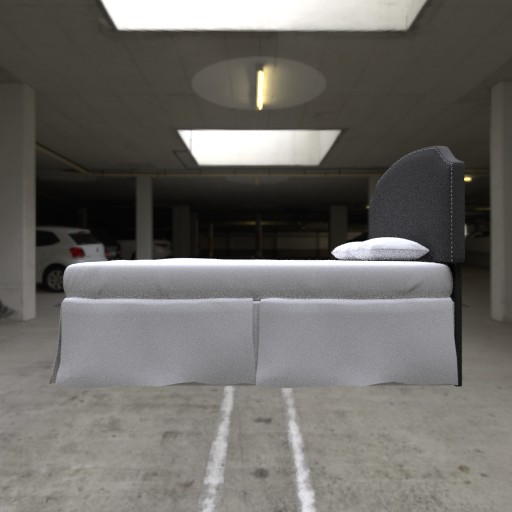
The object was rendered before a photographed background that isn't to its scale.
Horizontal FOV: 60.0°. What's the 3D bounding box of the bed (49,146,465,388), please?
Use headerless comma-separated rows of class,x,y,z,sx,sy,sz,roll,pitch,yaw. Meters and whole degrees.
bed,0.000,0.000,2.869,1.999,1.270,1.558,0,0,0
